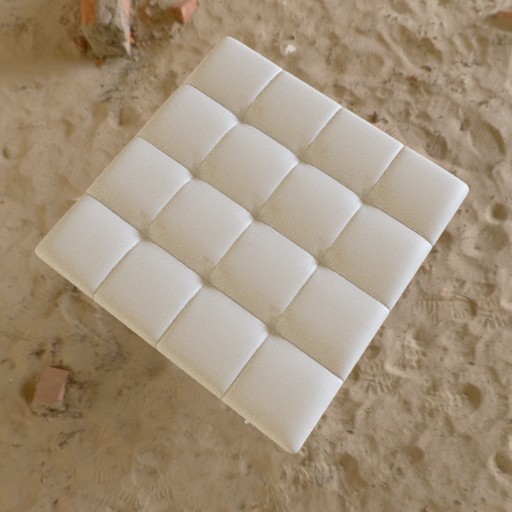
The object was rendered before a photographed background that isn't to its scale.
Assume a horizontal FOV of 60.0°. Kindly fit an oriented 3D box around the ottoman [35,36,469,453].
[{"bbox_3d":[0.000,0.000,0.786,0.425,0.432,0.425,35,78,9],"label":"ottoman"}]
